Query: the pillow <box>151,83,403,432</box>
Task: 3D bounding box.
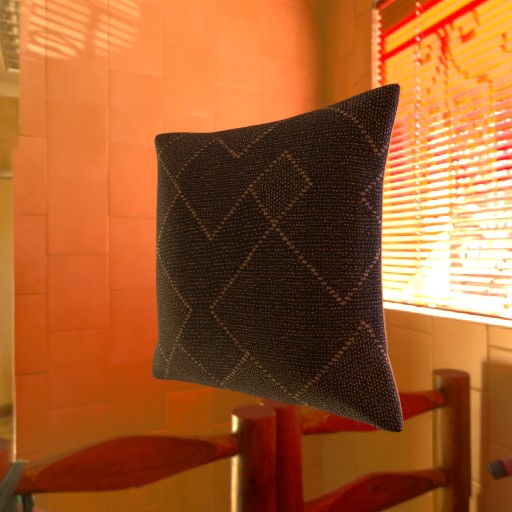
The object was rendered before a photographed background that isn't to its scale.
[{"bbox_3d":[0.000,0.000,0.663,0.435,0.428,0.148,0,0,34],"label":"pillow"}]
